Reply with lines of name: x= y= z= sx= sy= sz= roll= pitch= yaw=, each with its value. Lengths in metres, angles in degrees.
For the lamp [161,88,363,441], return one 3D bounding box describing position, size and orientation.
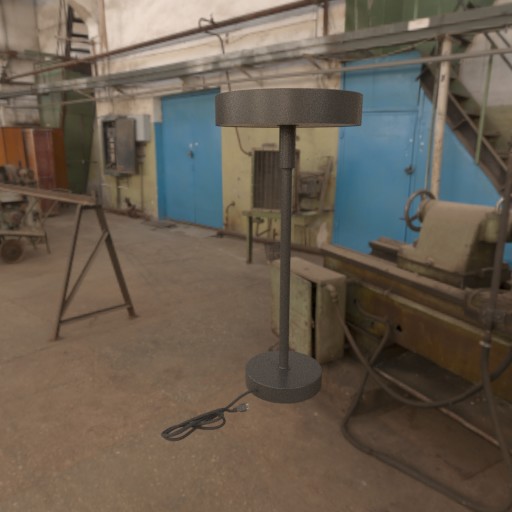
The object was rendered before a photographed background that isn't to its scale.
lamp: x=0.000 y=0.000 z=0.708 sx=0.369 sy=0.508 sz=0.229 roll=-14 pitch=20 yaw=-43
